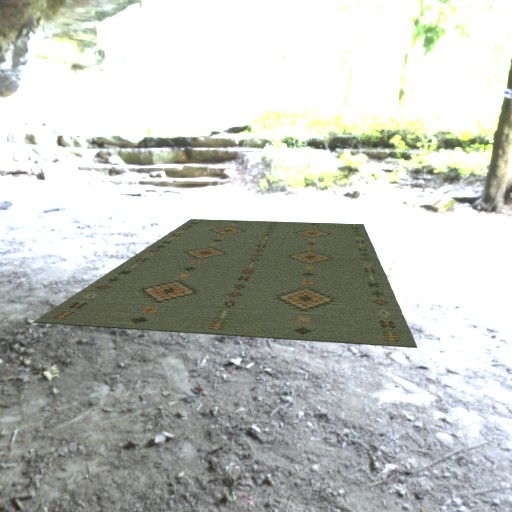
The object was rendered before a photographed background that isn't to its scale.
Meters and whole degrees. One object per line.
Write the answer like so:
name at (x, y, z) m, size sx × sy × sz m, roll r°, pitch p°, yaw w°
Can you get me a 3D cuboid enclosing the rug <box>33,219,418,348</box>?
rug at (0.000, 0.000, 2.237) m, size 1.217 × 0.005 × 1.818 m, roll 2°, pitch 16°, yaw 8°
